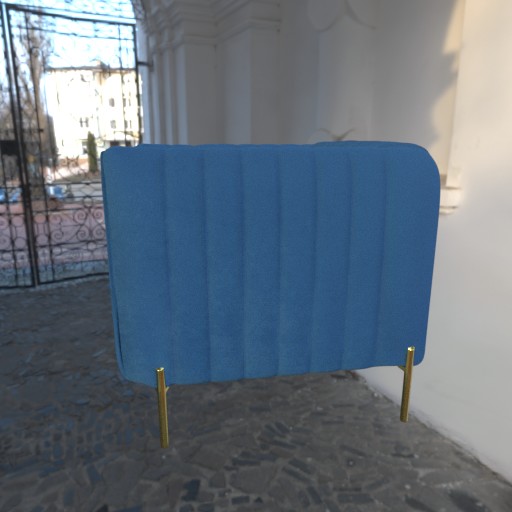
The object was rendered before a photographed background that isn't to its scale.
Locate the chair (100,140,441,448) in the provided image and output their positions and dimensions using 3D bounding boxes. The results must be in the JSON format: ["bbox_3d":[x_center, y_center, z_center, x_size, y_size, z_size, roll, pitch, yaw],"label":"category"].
[{"bbox_3d":[0.000,0.000,1.571,0.877,0.793,0.947,-2,15,-9],"label":"chair"}]
